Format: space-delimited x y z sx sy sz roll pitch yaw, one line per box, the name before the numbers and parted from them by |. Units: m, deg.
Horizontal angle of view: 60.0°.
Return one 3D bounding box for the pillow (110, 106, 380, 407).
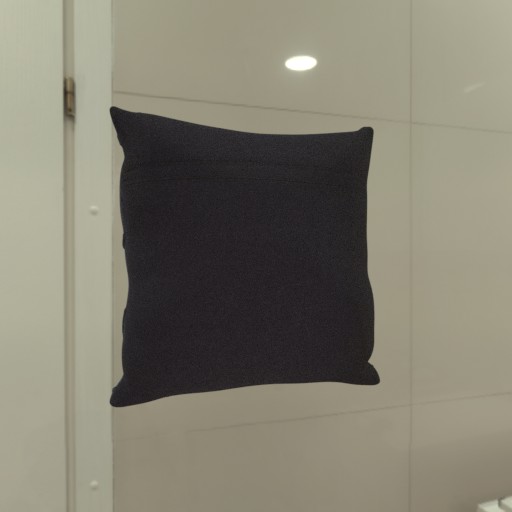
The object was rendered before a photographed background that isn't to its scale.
pillow | 0.000 0.000 0.698 0.439 0.440 0.183 0 1 -18
